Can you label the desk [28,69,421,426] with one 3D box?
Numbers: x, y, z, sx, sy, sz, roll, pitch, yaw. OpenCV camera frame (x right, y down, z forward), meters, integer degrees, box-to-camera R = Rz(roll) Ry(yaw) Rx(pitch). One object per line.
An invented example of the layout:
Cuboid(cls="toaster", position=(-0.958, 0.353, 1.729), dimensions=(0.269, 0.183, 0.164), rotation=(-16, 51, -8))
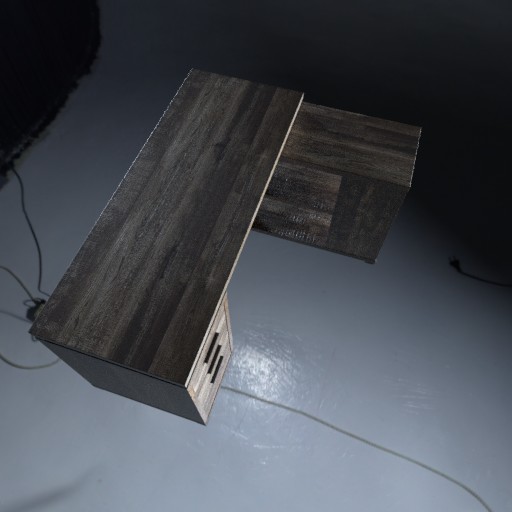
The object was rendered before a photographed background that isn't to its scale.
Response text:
Cuboid(cls="desk", position=(0.000, 0.000, 2.166), dimensions=(1.200, 0.753, 1.524), rotation=(16, 60, 9))
